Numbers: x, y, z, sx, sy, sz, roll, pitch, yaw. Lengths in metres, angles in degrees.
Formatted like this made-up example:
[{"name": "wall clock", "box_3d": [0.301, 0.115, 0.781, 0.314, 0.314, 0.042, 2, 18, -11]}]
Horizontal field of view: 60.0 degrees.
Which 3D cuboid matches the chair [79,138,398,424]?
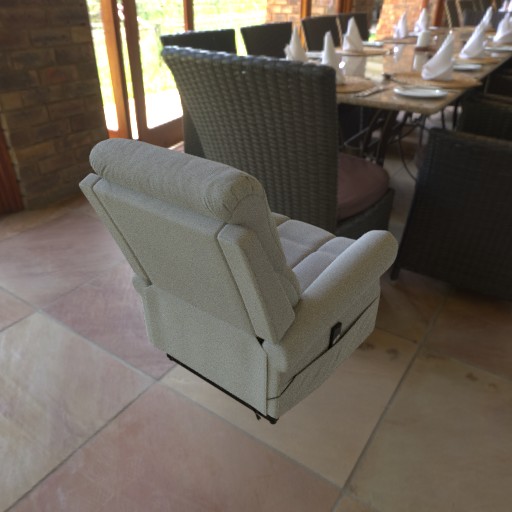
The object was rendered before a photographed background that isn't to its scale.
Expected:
[{"name": "chair", "box_3d": [0.000, 0.000, 1.745, 0.871, 1.031, 0.979, 22, 37, 32]}]
